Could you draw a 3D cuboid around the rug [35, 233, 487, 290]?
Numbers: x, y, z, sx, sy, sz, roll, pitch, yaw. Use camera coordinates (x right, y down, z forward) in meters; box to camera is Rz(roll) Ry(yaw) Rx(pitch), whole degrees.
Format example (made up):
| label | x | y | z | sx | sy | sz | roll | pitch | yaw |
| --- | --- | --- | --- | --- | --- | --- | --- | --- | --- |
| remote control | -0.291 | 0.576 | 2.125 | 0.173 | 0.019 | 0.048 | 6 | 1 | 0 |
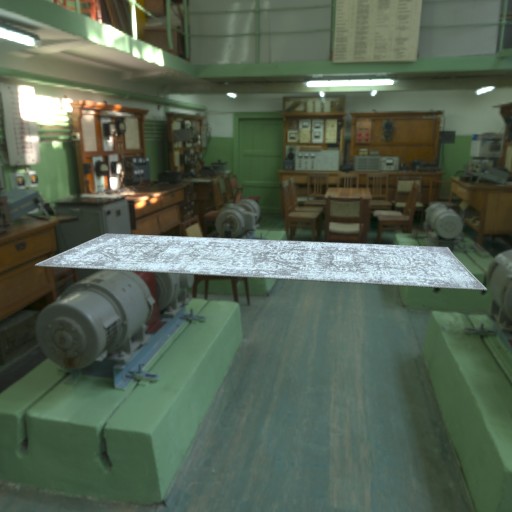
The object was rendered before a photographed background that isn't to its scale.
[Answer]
| label | x | y | z | sx | sy | sz | roll | pitch | yaw |
| --- | --- | --- | --- | --- | --- | --- | --- | --- | --- |
| rug | 0.000 | 0.000 | 2.755 | 2.452 | 0.017 | 0.855 | 3 | 16 | 9 |
